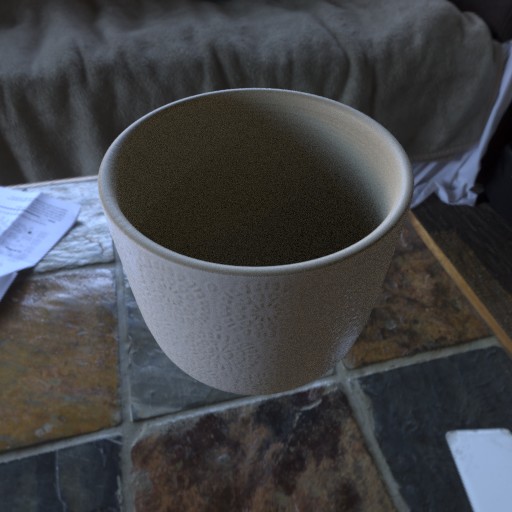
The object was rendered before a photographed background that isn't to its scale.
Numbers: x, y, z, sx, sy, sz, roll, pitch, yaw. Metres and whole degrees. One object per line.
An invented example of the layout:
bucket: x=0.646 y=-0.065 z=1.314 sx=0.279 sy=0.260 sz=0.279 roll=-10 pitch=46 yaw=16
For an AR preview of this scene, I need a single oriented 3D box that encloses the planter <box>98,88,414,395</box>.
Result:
planter: x=0.000 y=0.000 z=0.367 sx=0.208 sy=0.190 sz=0.208 roll=0 pitch=47 yaw=0
